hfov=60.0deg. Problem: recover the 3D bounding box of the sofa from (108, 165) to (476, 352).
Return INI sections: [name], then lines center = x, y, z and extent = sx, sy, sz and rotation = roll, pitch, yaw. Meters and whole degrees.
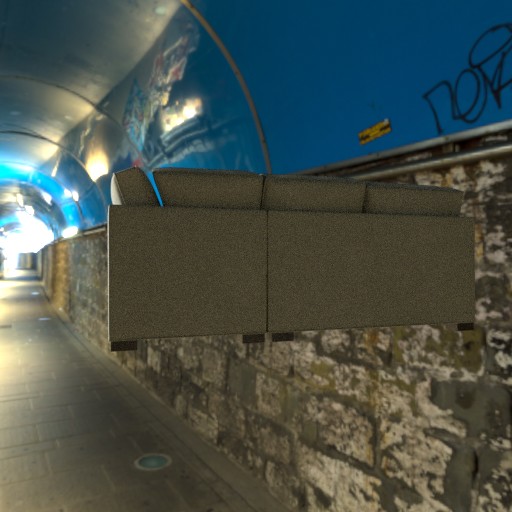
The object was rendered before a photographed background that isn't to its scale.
[sofa]
center = 0.000, 0.000, 3.470
extent = 2.188, 0.936, 2.211
rotation = 0, 0, -18
